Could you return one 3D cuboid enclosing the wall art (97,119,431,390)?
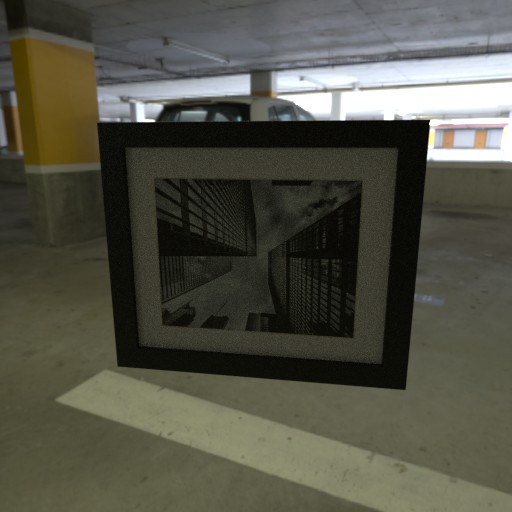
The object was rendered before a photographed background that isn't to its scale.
[{"bbox_3d":[0.000,0.000,0.553,0.381,0.321,0.028,2,14,9],"label":"wall art"}]
